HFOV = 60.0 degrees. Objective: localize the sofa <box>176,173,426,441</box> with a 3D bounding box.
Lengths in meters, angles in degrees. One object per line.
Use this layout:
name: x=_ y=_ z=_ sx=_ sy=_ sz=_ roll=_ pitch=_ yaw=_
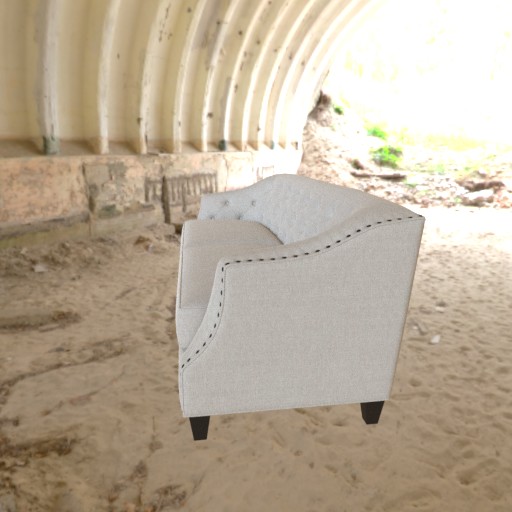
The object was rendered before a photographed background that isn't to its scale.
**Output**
sofa: x=0.000 y=0.000 z=2.683 sx=0.914 sy=0.901 sz=2.235 roll=-2 pitch=14 yaw=-8
